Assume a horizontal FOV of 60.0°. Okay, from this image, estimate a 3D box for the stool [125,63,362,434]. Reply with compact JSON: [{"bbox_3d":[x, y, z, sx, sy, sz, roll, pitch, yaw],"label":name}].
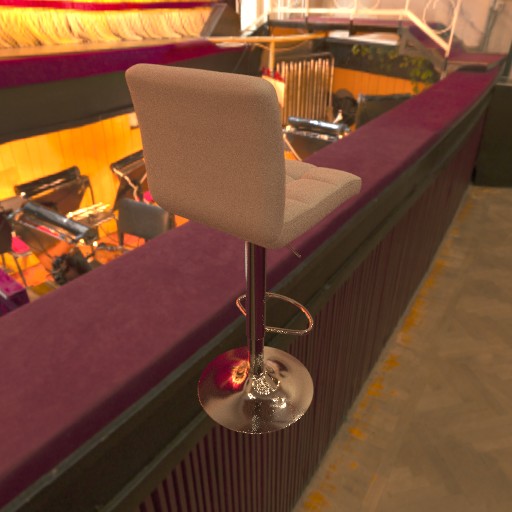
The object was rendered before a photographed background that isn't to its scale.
[{"bbox_3d":[0.000,0.000,1.363,0.430,1.115,0.505,21,36,32],"label":"stool"}]
